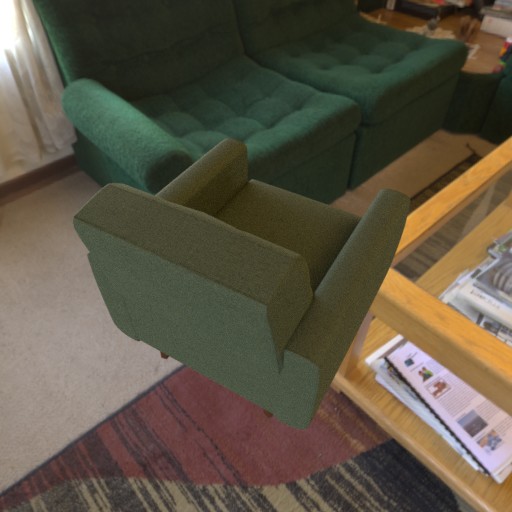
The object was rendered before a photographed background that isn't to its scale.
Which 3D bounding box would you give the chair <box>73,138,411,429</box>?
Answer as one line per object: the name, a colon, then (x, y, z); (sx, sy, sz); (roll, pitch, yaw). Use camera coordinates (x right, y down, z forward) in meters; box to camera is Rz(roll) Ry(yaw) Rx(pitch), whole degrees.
chair: (0.000, 0.000, 1.586); (0.831, 0.841, 0.909); (23, 50, 20)
